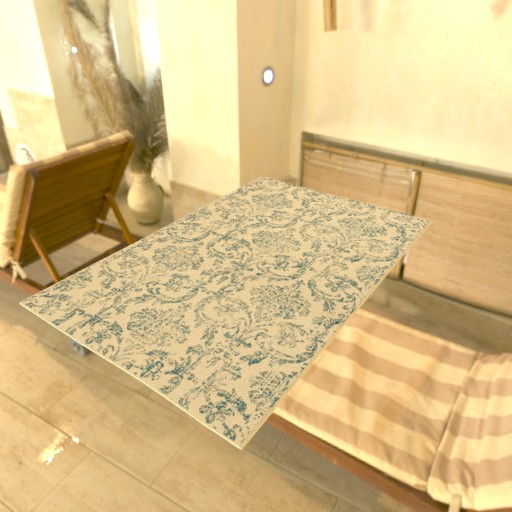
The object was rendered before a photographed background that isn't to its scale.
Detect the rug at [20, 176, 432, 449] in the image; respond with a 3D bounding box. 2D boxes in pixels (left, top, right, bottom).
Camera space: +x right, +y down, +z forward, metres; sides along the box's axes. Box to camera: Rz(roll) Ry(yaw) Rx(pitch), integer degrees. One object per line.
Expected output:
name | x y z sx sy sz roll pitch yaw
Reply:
rug | 0.000 0.000 3.373 1.819 0.018 2.746 21 37 30
